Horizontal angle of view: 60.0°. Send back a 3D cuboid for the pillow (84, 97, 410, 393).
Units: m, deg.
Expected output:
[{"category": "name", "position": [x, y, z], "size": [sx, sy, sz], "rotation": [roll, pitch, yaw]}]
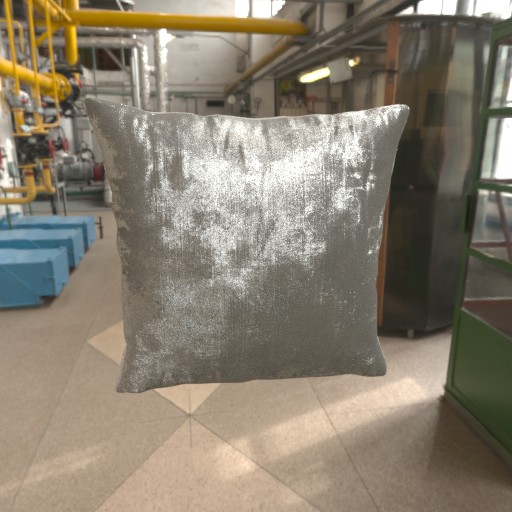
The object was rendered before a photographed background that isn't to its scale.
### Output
[{"category": "pillow", "position": [0.000, 0.000, 0.697], "size": [0.470, 0.464, 0.175], "rotation": [-2, 16, -8]}]
